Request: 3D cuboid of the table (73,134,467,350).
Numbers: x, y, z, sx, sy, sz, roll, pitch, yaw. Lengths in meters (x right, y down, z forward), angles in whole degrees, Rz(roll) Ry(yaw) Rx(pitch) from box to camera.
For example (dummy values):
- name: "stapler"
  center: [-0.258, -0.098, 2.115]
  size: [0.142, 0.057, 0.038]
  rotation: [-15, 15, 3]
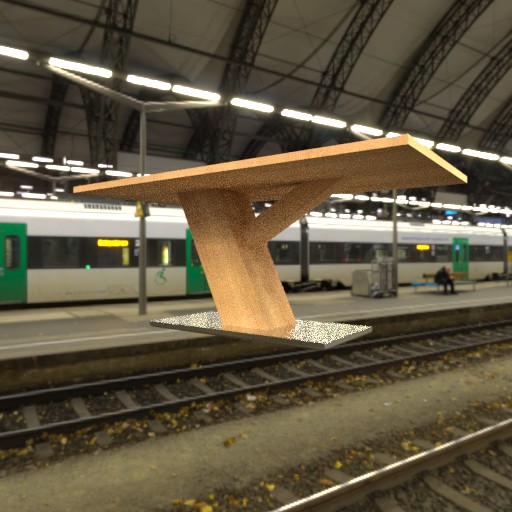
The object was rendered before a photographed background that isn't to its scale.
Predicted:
- name: "table"
  center: [0.000, 0.000, 2.249]
  size: [1.800, 0.750, 0.900]
  rotation: [0, 0, 36]
